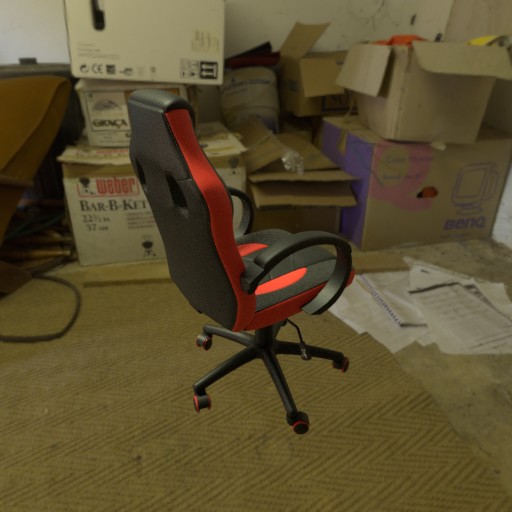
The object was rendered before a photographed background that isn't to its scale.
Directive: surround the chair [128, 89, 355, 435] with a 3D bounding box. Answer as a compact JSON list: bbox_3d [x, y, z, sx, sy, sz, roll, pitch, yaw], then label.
[{"bbox_3d":[0.000,0.000,1.394,0.642,1.016,0.600,-18,32,-31],"label":"chair"}]
